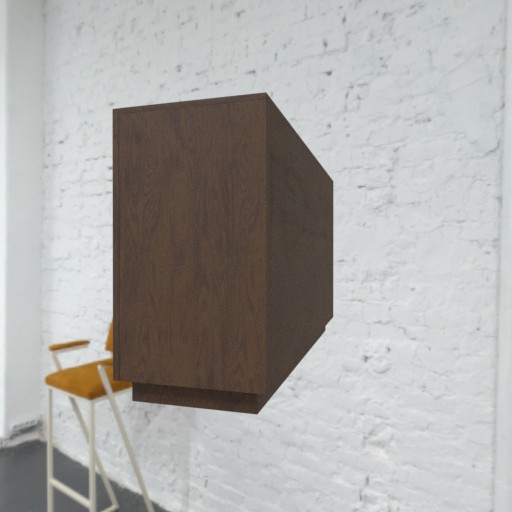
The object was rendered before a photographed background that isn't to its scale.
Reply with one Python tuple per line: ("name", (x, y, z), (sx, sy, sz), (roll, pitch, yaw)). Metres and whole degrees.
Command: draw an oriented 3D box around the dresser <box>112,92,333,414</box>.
("dresser", (0.000, 0.000, 1.994), (0.512, 0.889, 1.523), (0, 0, 17))
